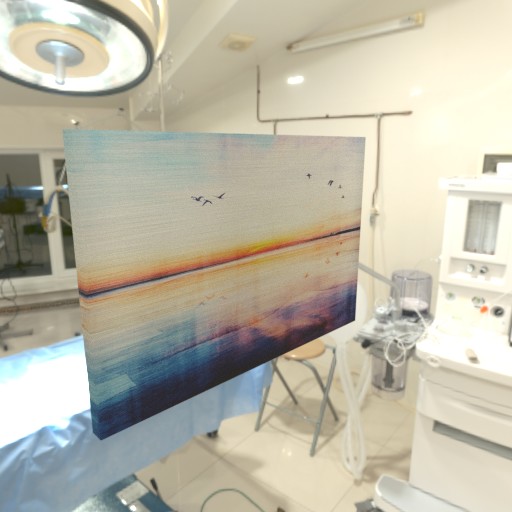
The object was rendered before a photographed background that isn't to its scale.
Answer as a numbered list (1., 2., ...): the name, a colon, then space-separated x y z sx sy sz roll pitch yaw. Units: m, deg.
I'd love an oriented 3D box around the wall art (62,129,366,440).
1. wall art: 0.000 0.000 1.142 0.911 0.605 0.037 -13 19 -43
